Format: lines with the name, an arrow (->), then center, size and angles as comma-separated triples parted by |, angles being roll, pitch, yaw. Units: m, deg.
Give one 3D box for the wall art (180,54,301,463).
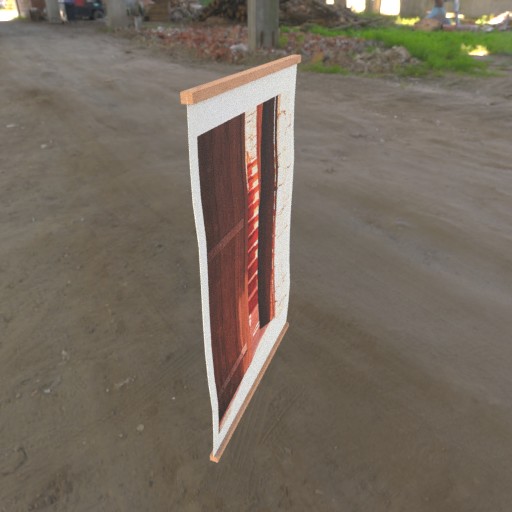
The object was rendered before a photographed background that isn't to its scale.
wall art -> 0.000, 0.000, 0.648 | 0.012, 0.508, 0.332 | 11, 32, 19
